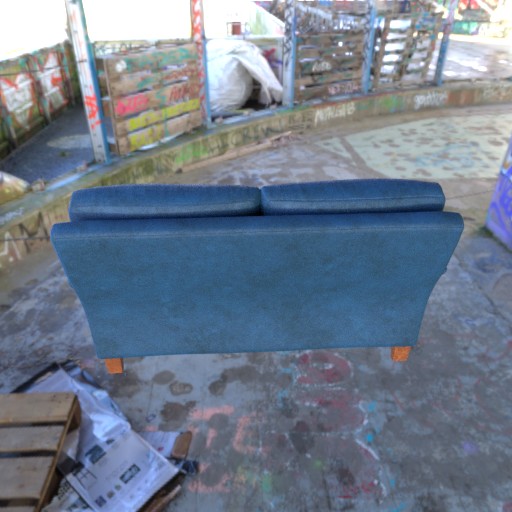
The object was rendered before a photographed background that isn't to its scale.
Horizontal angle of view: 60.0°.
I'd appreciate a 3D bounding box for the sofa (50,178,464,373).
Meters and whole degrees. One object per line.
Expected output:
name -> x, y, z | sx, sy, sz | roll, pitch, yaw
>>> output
sofa -> 0.000, 0.000, 2.556 | 1.853, 1.101, 1.084 | -2, 31, -3
